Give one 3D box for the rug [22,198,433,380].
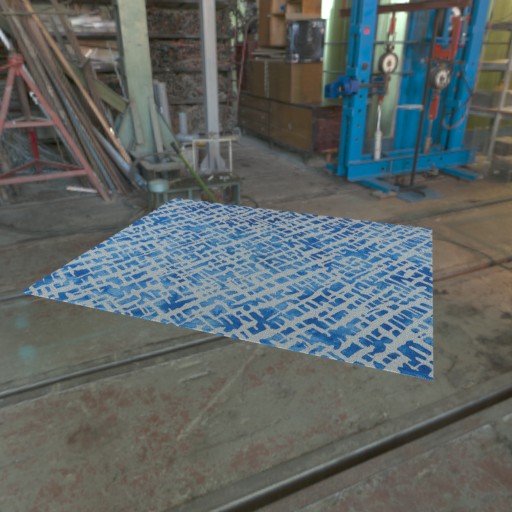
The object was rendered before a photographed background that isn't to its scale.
[{"bbox_3d":[0.000,0.000,4.007,3.007,0.007,2.435,9,27,18],"label":"rug"}]
